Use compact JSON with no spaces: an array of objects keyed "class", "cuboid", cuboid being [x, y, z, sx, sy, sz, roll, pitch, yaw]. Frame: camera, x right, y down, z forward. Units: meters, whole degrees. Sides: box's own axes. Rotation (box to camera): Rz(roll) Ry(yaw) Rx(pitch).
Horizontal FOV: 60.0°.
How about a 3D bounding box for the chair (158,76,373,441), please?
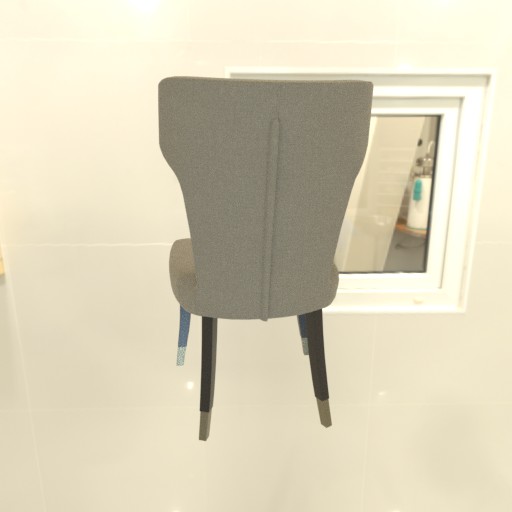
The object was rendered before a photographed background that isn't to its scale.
[{"class":"chair","cuboid":[0.000,0.000,1.333,0.526,0.955,0.630,-2,15,-9]}]
